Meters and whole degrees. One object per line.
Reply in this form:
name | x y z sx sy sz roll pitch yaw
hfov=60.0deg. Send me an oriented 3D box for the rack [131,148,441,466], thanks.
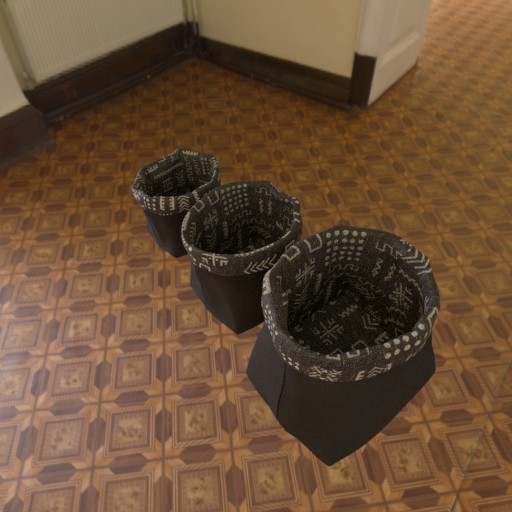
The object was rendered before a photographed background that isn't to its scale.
rack | 0.000 0.000 1.081 0.379 0.323 0.905 -32 55 -26
